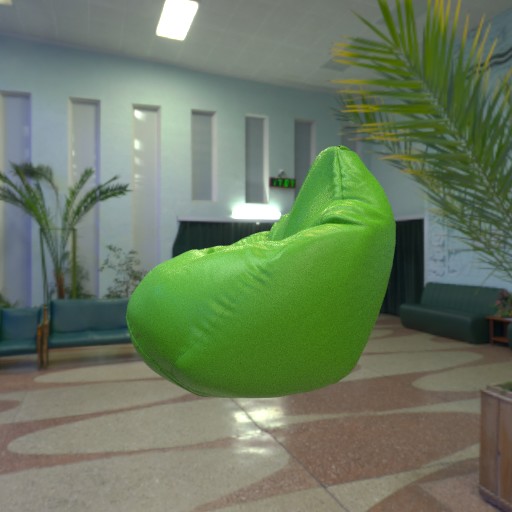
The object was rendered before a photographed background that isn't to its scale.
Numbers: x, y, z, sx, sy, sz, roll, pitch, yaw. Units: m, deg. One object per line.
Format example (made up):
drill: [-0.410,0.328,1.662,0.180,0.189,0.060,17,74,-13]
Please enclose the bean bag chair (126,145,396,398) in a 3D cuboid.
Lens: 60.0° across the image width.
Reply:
bean bag chair: [0.000,0.000,1.900,1.070,0.990,1.070,0,0,-18]
